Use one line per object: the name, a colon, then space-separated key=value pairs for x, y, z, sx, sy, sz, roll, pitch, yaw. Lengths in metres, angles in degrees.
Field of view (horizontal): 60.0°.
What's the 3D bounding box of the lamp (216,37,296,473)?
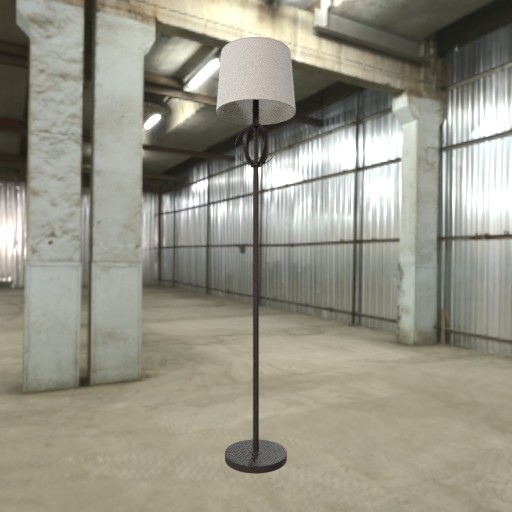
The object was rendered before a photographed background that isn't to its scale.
lamp: x=0.000 y=0.000 z=1.602 sx=0.286 sy=1.462 sz=0.286 roll=0 pitch=0 yaw=0
